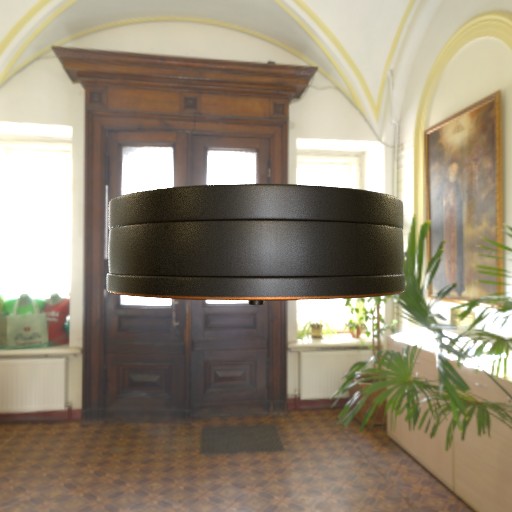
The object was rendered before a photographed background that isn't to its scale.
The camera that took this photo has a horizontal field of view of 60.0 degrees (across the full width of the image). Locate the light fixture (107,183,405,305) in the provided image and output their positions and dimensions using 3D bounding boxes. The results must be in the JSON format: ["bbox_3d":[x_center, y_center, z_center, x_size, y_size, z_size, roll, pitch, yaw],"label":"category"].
[{"bbox_3d":[0.000,0.000,0.444,0.283,0.097,0.283,0,-1,0],"label":"light fixture"}]
